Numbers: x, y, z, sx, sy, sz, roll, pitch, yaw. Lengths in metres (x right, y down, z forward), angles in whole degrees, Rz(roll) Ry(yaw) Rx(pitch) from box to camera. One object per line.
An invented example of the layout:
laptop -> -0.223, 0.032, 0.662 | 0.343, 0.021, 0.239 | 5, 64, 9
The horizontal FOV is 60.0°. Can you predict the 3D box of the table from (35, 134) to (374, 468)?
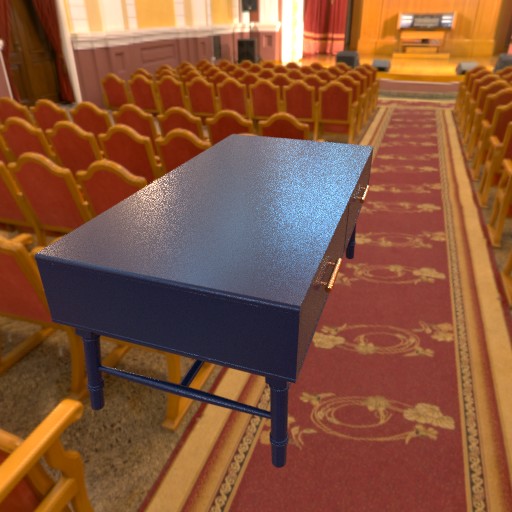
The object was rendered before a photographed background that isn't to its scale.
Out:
table -> 0.000, 0.000, 1.357 | 0.572, 0.457, 1.067 | 10, 30, 17
